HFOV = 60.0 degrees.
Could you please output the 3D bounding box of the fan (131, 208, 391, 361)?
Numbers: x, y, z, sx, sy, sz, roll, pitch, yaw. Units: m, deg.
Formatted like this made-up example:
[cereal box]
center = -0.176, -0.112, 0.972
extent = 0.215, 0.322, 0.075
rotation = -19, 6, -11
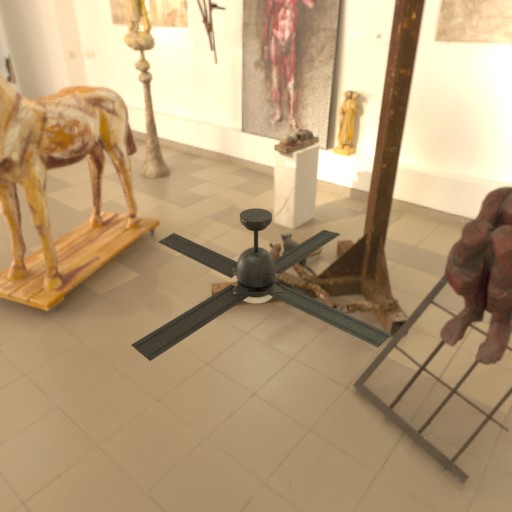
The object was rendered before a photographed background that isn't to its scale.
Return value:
[fan]
center = 0.000, 0.000, 2.017
extent = 1.319, 0.410, 1.319
rotation = 22, 37, 33
